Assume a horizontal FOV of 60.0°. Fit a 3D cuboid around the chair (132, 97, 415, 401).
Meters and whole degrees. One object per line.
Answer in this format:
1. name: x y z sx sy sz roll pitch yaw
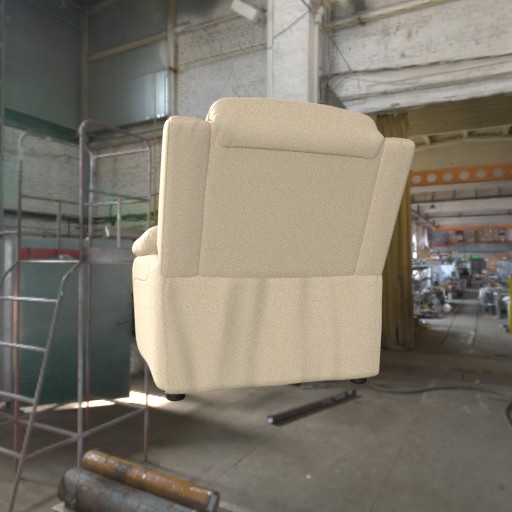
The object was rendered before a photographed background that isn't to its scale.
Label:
1. chair: 0.000 0.000 1.295 0.680 0.702 0.709 0 -1 -18
